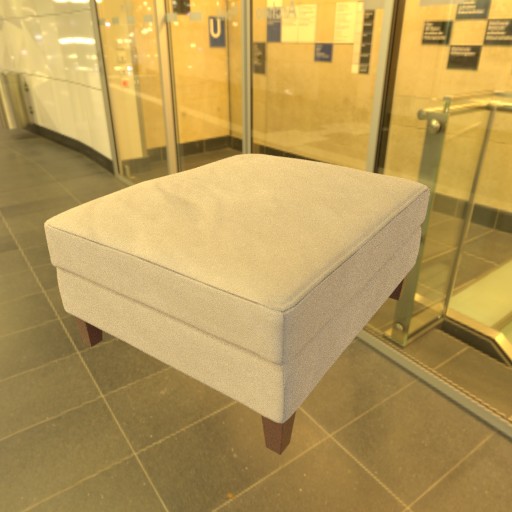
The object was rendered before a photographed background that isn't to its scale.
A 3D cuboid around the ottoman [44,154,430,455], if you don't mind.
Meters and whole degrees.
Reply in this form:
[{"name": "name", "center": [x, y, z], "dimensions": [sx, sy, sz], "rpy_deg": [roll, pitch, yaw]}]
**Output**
[{"name": "ottoman", "center": [0.000, 0.000, 1.483], "dimensions": [0.836, 0.492, 1.002], "rpy_deg": [17, 31, 31]}]
